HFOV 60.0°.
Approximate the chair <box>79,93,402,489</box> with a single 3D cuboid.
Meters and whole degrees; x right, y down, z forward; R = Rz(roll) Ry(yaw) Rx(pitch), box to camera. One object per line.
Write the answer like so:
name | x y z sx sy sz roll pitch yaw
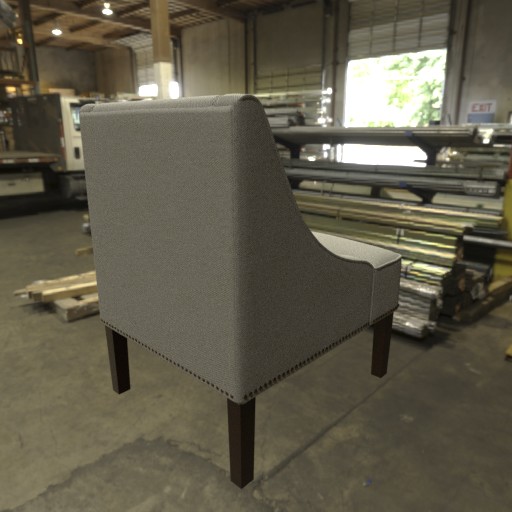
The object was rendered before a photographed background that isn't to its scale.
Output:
chair | 0.000 0.000 1.350 0.628 0.872 0.748 15 22 42
